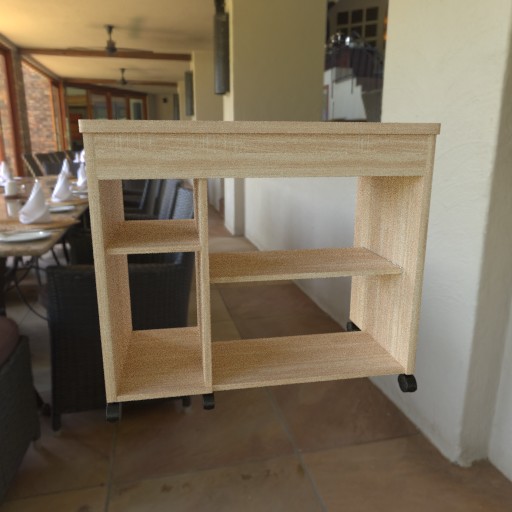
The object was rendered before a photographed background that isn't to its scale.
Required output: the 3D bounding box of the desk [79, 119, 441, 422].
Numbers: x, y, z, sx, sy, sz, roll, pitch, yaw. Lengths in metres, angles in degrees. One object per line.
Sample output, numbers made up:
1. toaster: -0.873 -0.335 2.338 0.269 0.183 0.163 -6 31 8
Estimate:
1. desk: 0.000 0.000 1.365 0.884 0.770 0.480 -2 14 -10
